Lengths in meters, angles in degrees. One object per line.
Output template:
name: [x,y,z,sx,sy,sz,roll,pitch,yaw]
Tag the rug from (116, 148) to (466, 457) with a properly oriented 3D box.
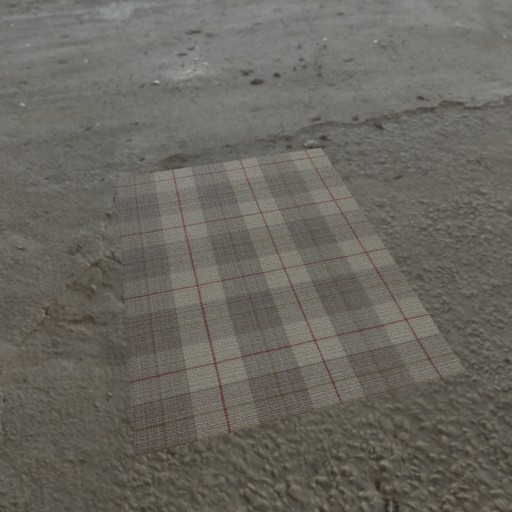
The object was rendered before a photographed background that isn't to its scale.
rug: [0.000,0.000,3.942,2.317,0.016,2.959,-11,47,-10]
